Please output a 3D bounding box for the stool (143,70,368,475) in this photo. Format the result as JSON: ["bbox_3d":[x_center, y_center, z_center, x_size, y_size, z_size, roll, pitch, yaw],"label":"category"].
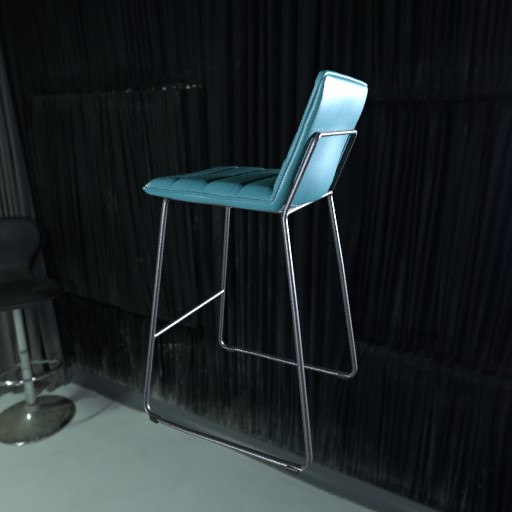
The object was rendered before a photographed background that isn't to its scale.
[{"bbox_3d":[0.000,0.000,1.262,0.524,0.936,0.489,8,19,25],"label":"stool"}]
